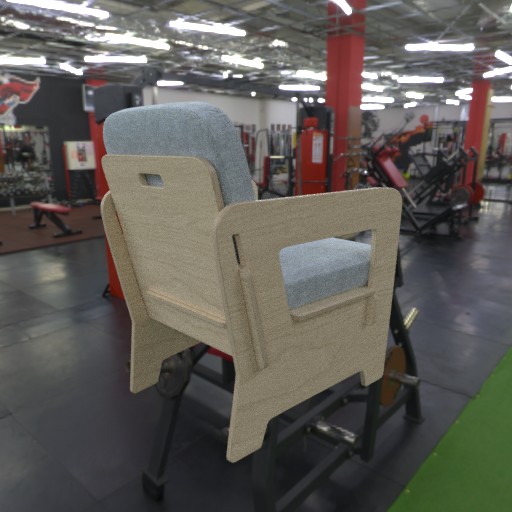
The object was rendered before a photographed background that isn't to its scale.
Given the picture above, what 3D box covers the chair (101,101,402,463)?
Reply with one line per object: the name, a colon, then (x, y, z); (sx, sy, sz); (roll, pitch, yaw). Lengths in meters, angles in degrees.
chair: (0.000, 0.000, 1.284); (0.590, 0.800, 0.710); (13, 19, 42)
